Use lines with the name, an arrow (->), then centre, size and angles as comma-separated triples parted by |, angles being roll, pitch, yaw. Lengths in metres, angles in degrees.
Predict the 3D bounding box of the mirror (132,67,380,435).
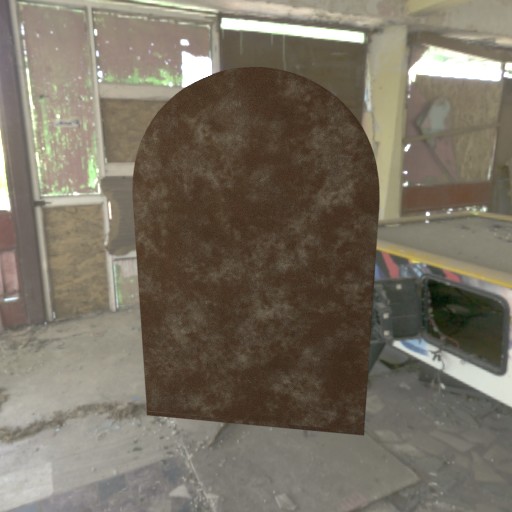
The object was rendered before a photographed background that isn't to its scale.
mirror -> 0.000, 0.000, 0.996 | 0.510, 0.770, 0.137 | 2, 14, 8
